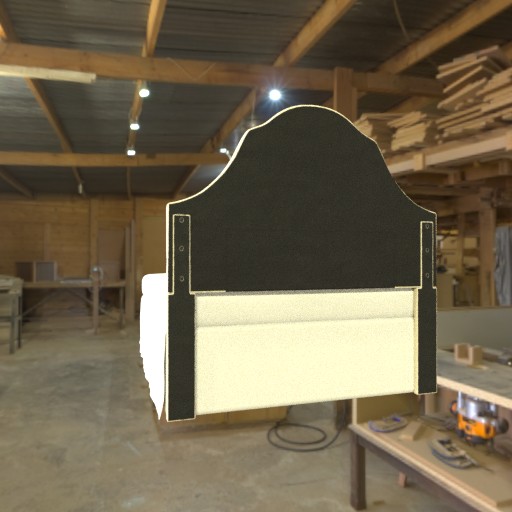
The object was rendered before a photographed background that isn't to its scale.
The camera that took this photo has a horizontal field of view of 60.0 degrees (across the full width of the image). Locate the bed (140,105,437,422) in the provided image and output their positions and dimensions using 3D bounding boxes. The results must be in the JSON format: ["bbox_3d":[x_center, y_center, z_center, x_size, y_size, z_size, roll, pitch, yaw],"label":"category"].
[{"bbox_3d":[0.000,0.000,3.310,1.627,1.575,2.092,0,0,-17],"label":"bed"}]
